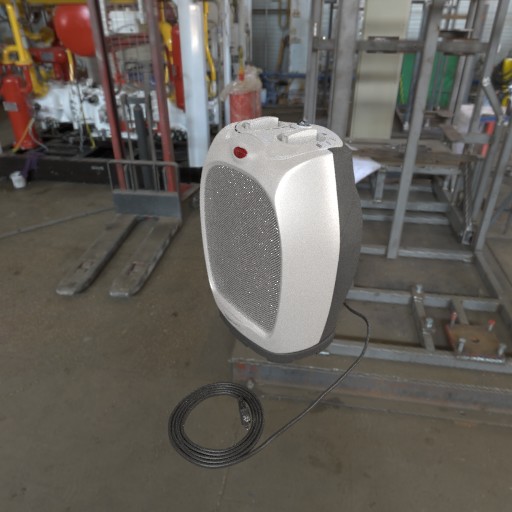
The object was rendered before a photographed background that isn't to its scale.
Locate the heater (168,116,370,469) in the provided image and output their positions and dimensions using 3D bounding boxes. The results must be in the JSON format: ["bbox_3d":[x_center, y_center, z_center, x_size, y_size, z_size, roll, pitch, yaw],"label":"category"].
[{"bbox_3d":[0.000,0.000,0.472,0.291,0.255,0.239,-20,36,-31],"label":"heater"}]
